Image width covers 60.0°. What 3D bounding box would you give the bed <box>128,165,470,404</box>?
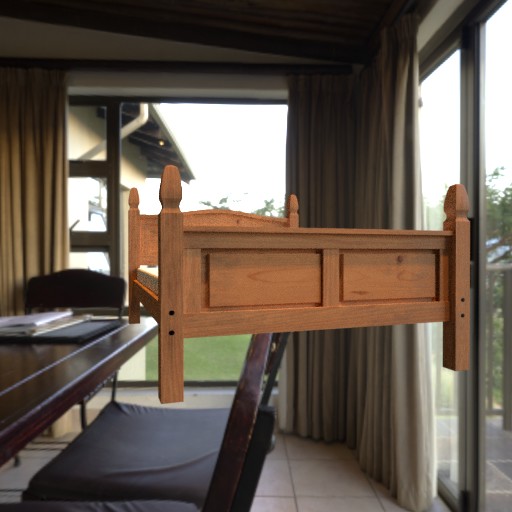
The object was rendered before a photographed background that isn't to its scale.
[{"bbox_3d":[0.000,0.000,2.888,1.490,1.100,2.069,0,0,-19],"label":"bed"}]
